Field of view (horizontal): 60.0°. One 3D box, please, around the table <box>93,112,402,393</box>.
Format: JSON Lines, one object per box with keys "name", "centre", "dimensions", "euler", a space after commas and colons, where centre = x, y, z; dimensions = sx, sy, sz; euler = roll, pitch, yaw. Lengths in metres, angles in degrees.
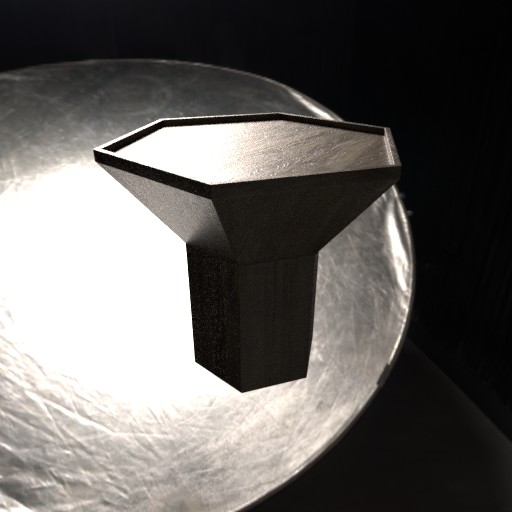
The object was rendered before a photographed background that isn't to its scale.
{"name": "table", "centre": [0.000, 0.000, 1.111], "dimensions": [0.683, 0.586, 0.592], "euler": [-9, 28, -16]}
